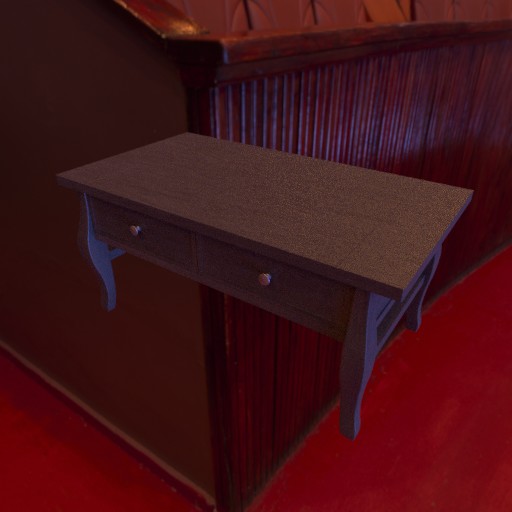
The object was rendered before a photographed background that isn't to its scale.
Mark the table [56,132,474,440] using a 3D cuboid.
[{"bbox_3d":[0.000,0.000,1.405,1.062,0.494,0.600,19,36,29],"label":"table"}]
